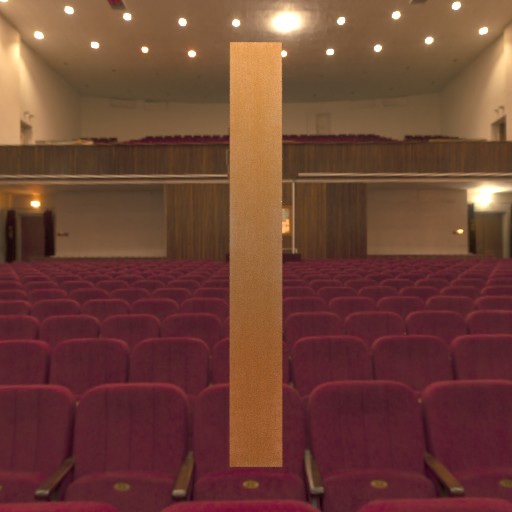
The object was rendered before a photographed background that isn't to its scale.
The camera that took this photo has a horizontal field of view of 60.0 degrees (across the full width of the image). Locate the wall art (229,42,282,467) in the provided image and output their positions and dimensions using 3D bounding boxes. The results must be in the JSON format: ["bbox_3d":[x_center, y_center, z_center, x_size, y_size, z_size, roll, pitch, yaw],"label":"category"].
[{"bbox_3d":[0.000,0.000,0.471,0.038,0.305,0.306,0,-1,0],"label":"wall art"}]
